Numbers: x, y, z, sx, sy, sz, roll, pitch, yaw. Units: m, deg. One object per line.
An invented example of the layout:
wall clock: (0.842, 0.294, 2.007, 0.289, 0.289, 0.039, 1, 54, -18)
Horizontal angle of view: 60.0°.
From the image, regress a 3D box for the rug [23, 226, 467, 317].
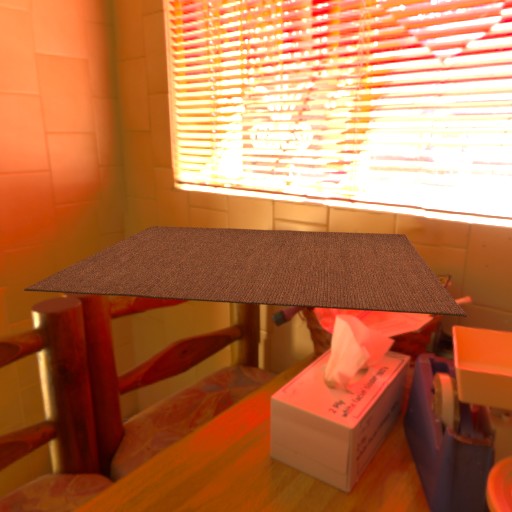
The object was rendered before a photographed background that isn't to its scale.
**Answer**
rug: (0.000, 0.000, 4.160, 3.068, 0.021, 2.456, 2, 15, 9)
